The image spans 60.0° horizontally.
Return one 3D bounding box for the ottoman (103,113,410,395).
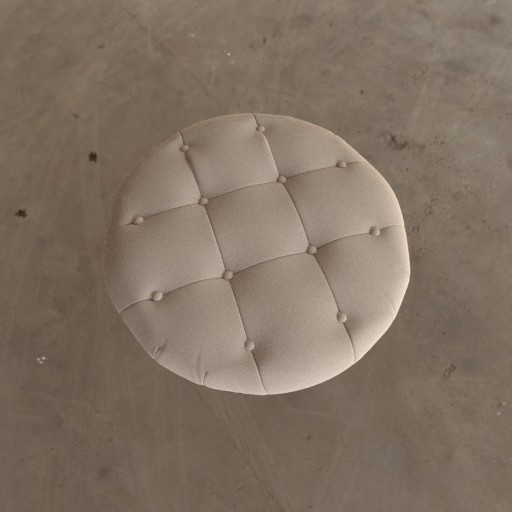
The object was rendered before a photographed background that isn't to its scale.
[{"bbox_3d":[0.000,0.000,1.420,0.901,0.439,0.901,0,64,0],"label":"ottoman"}]
